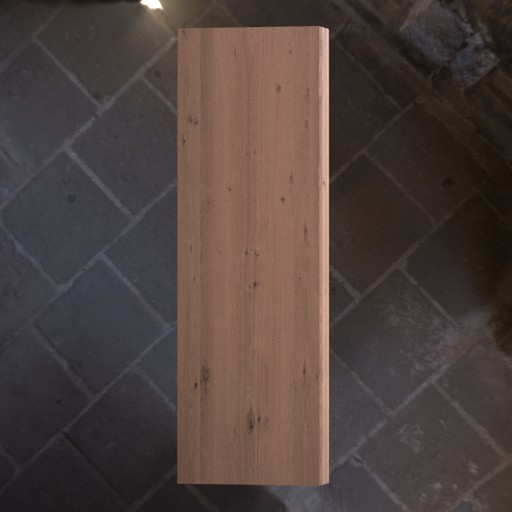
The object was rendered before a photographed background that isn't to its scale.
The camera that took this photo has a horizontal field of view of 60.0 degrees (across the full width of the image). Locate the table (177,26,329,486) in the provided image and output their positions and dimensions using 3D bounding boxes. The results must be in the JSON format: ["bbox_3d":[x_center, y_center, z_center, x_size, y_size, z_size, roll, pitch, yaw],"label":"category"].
[{"bbox_3d":[0.000,0.000,1.418,0.400,0.510,1.200,0,90,2],"label":"table"}]
